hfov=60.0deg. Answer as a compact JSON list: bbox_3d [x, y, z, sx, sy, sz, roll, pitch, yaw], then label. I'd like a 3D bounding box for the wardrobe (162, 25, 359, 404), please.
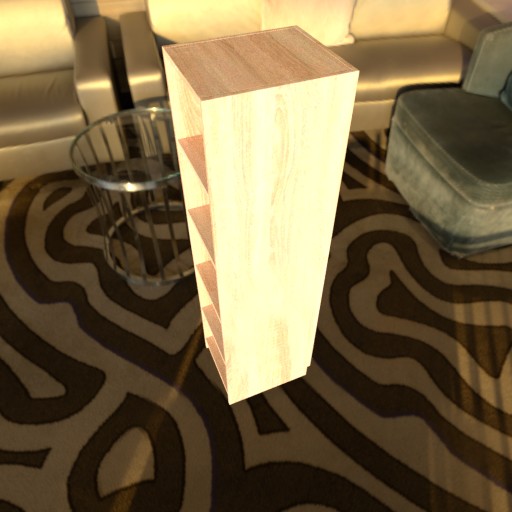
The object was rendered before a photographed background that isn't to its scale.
[{"bbox_3d":[0.000,0.000,2.408,0.588,2.117,0.496,-17,48,-16],"label":"wardrobe"}]
